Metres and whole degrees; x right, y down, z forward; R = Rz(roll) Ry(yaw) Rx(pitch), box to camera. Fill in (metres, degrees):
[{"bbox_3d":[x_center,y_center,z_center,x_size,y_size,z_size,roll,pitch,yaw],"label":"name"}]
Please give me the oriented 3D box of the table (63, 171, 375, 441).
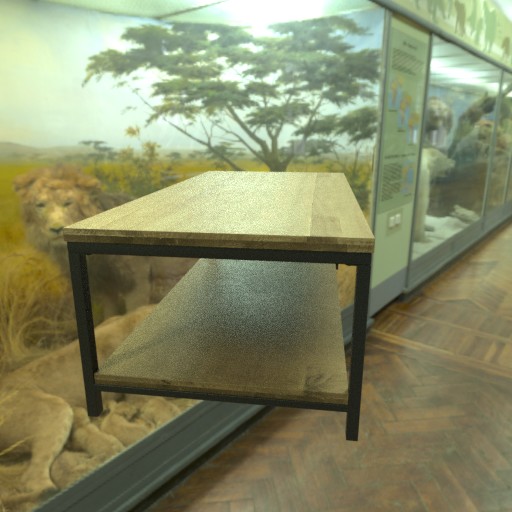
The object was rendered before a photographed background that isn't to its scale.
[{"bbox_3d":[0.000,0.000,1.342,0.551,0.399,1.100,2,16,8],"label":"table"}]
